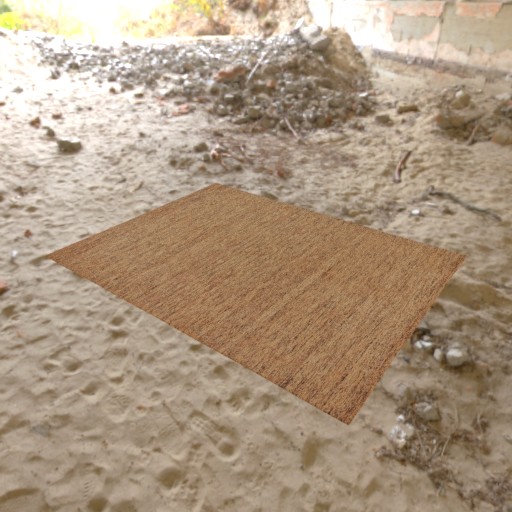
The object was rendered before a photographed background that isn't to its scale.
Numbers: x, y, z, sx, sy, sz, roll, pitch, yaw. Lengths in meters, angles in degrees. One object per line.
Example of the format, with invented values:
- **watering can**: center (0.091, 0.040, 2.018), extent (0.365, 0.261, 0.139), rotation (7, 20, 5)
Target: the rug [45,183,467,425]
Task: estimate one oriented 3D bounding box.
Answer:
- **rug**: center (0.000, 0.000, 4.224), extent (3.200, 0.012, 2.438), rotation (21, 36, 32)
